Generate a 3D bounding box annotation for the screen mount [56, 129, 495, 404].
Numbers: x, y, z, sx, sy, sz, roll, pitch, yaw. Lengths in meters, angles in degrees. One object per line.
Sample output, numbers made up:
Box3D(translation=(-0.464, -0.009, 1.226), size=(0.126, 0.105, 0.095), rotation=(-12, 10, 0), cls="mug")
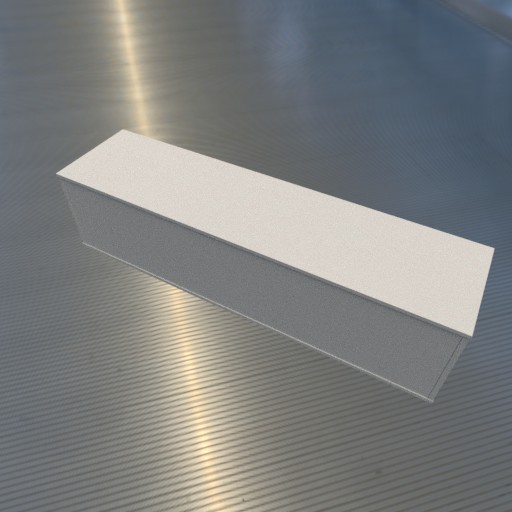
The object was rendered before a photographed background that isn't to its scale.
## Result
Box3D(translation=(0.000, 0.000, 1.812), size=(1.600, 0.520, 0.418), rotation=(22, 49, 20), cls="screen mount")
